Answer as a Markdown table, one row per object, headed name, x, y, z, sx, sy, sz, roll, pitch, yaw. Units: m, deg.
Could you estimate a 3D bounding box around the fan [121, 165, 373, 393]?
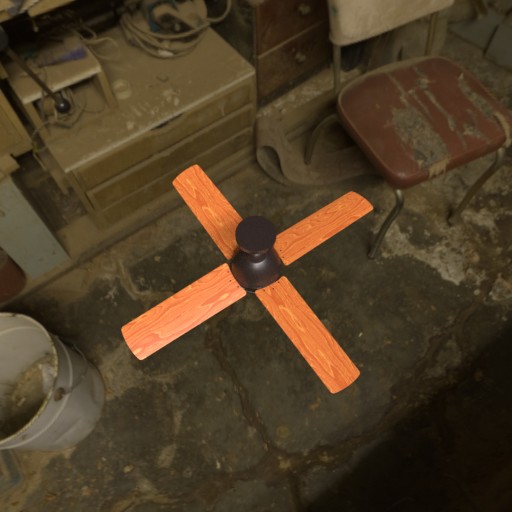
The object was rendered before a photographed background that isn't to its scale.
| name | x | y | z | sx | sy | sz | roll | pitch | yaw |
| --- | --- | --- | --- | --- | --- | --- | --- | --- | --- |
| fan | 0.000 | 0.000 | 1.983 | 1.332 | 0.403 | 1.332 | -32 | 67 | -15 |
